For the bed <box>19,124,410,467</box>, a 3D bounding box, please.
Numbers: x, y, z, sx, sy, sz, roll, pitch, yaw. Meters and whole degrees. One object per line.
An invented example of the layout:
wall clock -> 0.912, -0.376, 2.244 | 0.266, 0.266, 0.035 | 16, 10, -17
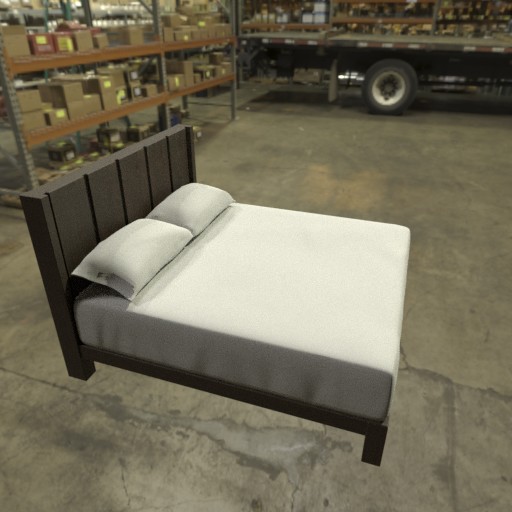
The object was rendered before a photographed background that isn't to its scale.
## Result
bed -> 0.000, 0.000, 3.024 | 1.992, 1.261, 1.735 | 10, 30, 17
